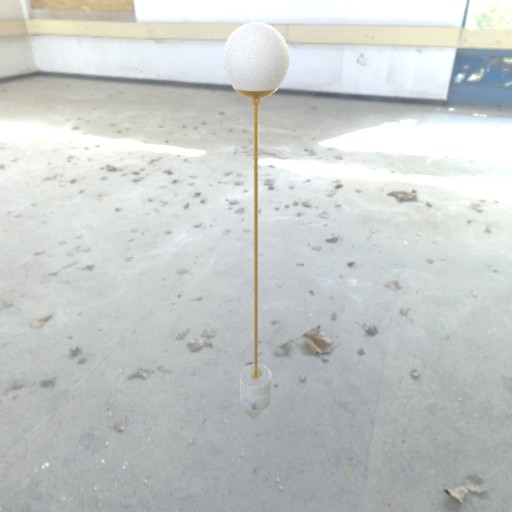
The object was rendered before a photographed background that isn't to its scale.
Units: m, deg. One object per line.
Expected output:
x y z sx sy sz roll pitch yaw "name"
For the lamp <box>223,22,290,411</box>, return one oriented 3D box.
0.000 0.000 1.877 0.224 1.753 0.224 11 33 18 "lamp"
